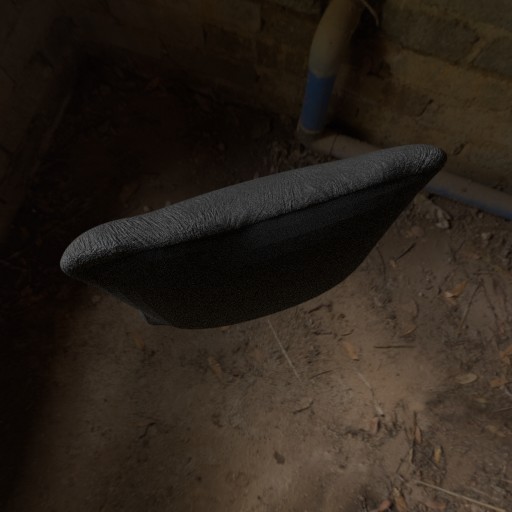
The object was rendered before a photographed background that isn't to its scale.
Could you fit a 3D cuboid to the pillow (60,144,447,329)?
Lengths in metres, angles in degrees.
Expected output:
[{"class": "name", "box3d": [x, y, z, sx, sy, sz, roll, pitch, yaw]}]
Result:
[{"class": "pillow", "box3d": [0.000, 0.000, 0.803, 0.533, 0.523, 0.210, -17, 75, -5]}]
